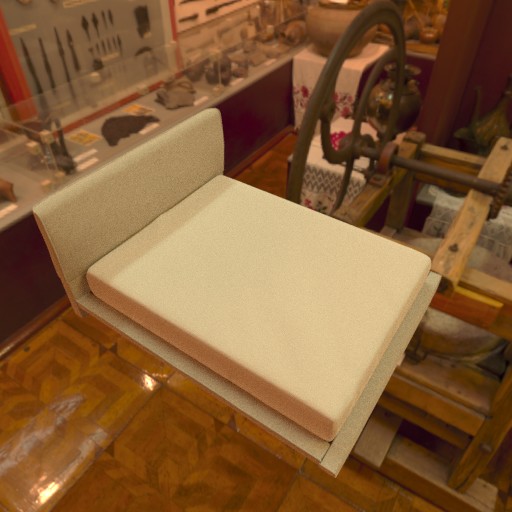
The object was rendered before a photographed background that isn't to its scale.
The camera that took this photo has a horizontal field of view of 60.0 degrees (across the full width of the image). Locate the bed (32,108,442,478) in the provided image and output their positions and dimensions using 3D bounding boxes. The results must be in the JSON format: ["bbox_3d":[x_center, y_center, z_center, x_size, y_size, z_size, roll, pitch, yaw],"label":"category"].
[{"bbox_3d":[0.000,0.000,3.469,2.498,1.126,1.980,25,48,25],"label":"bed"}]
